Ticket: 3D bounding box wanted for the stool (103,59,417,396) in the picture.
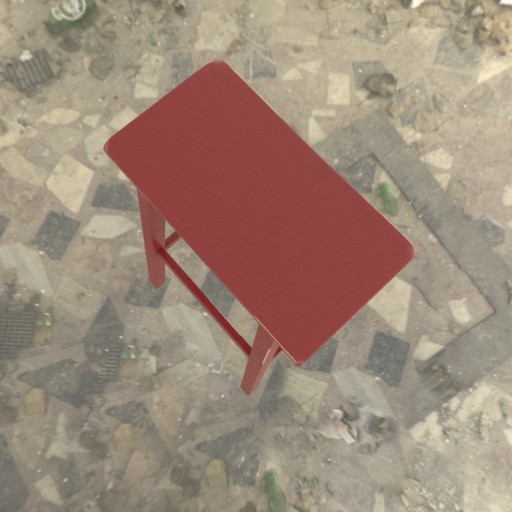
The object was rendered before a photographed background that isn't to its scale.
[{"bbox_3d":[0.000,0.000,1.015,0.476,0.737,0.457,-41,80,-9],"label":"stool"}]
